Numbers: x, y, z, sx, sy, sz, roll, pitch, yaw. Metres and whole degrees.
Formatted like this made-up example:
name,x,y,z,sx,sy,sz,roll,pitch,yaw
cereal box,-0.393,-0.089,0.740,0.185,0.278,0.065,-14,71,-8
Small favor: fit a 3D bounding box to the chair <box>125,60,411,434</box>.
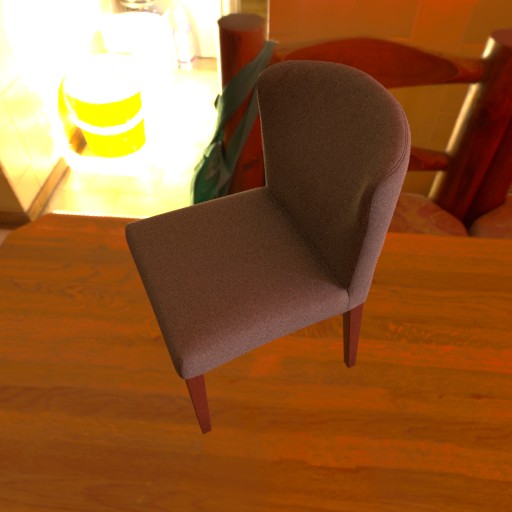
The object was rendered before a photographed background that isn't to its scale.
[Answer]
name,x,y,z,sx,sy,sz,roll,pitch,yaw
chair,0.000,0.000,1.166,0.592,0.839,0.491,-20,51,-17
